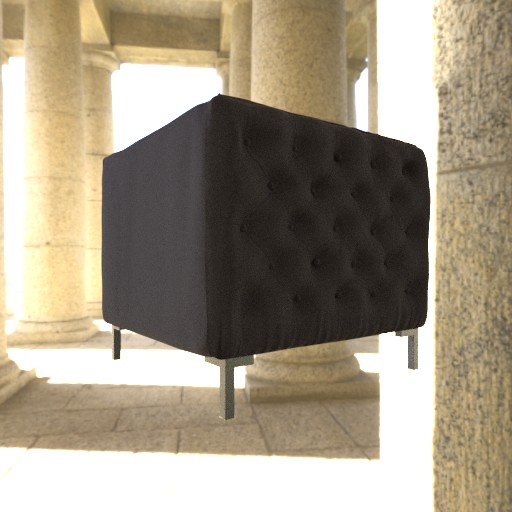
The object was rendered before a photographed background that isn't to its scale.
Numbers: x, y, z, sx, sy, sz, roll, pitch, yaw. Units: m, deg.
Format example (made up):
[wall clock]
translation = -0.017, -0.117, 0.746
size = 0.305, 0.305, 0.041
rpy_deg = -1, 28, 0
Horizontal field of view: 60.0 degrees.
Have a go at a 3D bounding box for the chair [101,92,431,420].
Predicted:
[chair]
translation = 0.000, 0.000, 1.661
size = 0.913, 0.807, 0.946
rpy_deg = 0, 0, -37
